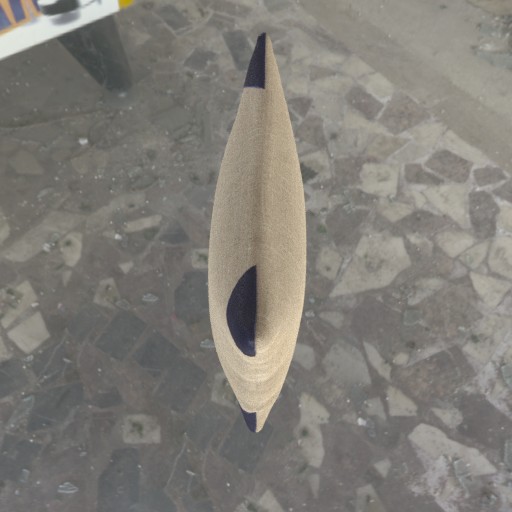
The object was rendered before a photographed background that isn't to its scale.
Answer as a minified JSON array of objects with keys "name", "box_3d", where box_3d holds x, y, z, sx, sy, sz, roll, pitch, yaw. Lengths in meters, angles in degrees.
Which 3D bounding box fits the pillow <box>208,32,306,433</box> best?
[{"name":"pillow","box_3d":[0.000,0.000,0.671,0.147,0.441,0.440,1,60,0]}]
